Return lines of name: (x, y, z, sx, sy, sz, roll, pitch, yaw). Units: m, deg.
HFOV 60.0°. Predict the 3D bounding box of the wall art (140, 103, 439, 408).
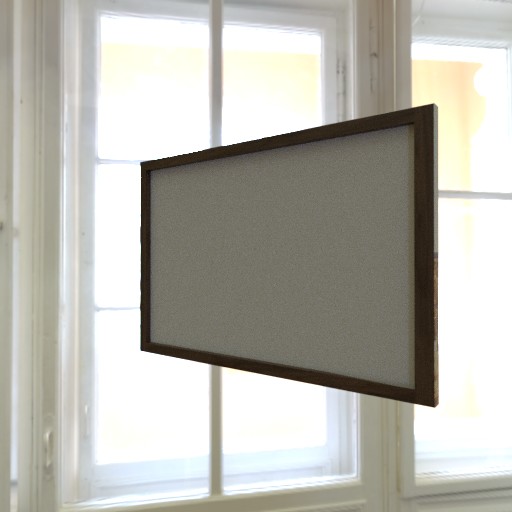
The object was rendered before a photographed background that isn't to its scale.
wall art: (0.000, 0.000, 1.948, 1.520, 1.016, 0.051, 0, 0, 37)
